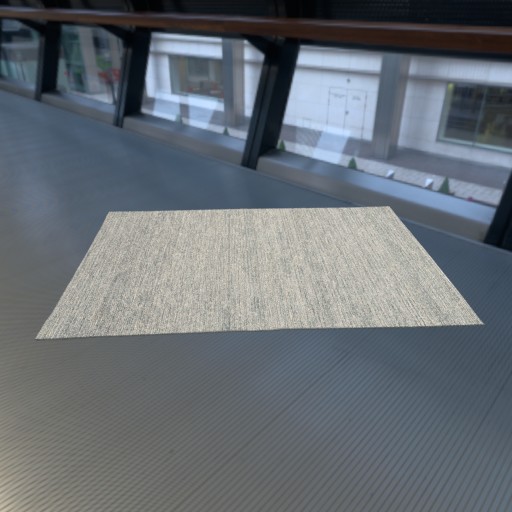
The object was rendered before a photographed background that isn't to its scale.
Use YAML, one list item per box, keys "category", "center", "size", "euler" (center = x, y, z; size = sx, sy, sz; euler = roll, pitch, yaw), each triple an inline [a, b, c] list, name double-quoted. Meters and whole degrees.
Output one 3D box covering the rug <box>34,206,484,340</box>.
- category: "rug"
  center: [0.000, 0.000, 2.982]
  size: [2.338, 0.030, 1.616]
  euler: [-1, 29, -2]
